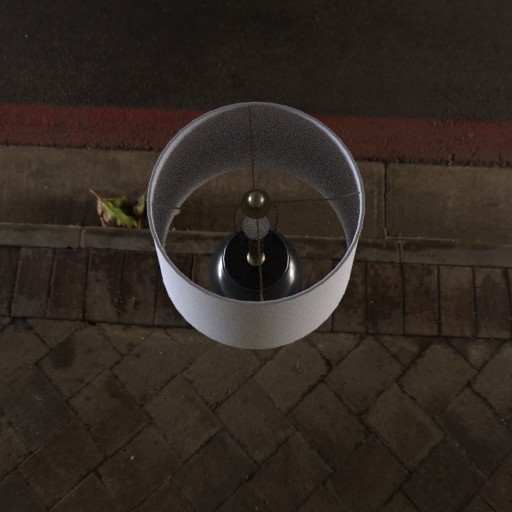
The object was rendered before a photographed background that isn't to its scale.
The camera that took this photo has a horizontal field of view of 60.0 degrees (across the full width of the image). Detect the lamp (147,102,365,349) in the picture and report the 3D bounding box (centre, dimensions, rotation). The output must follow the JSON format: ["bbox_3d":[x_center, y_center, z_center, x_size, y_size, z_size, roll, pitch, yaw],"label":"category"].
[{"bbox_3d":[0.000,0.000,0.575,0.239,0.399,0.239,0,75,0],"label":"lamp"}]
